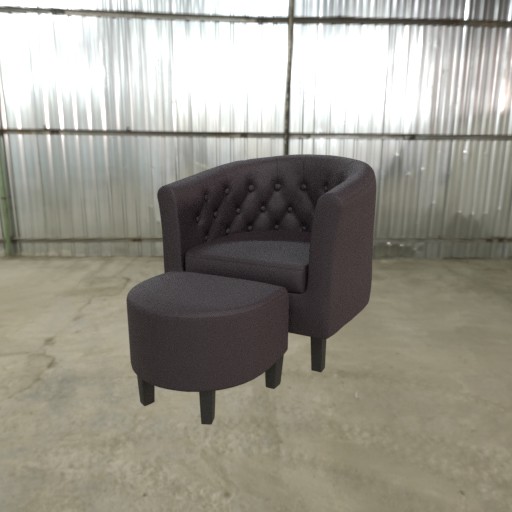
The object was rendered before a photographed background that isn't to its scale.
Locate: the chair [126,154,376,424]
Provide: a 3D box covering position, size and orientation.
[{"bbox_3d":[0.000,0.000,1.700,0.763,0.760,1.191,7,15,27],"label":"chair"}]
